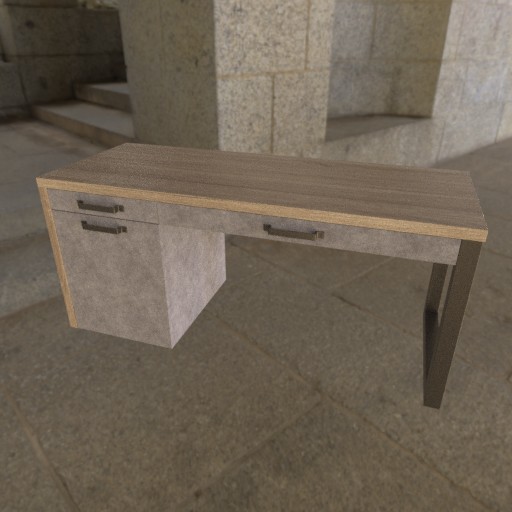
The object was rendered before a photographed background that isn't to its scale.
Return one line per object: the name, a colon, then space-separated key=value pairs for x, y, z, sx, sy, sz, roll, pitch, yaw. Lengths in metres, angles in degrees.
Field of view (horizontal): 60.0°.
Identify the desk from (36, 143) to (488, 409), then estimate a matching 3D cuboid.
desk: x=0.000 y=0.000 z=2.028 sx=1.700 sy=0.760 sz=0.690 roll=9 pitch=28 yaw=16
